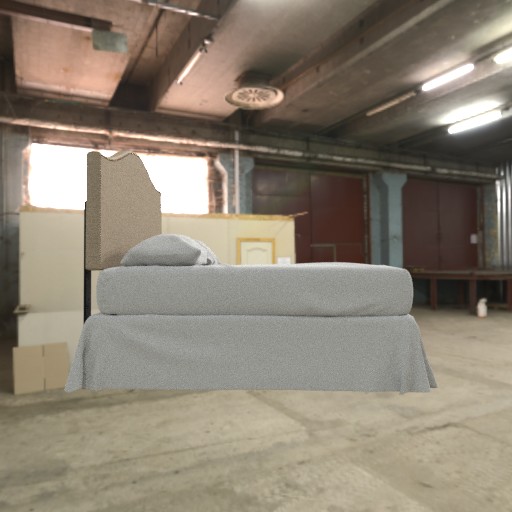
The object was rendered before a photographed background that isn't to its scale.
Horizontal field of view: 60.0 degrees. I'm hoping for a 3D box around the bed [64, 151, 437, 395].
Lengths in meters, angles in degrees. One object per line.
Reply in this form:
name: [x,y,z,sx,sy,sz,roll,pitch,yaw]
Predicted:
bed: [0.000,0.000,3.507,2.221,1.645,1.876,0,-1,2]
